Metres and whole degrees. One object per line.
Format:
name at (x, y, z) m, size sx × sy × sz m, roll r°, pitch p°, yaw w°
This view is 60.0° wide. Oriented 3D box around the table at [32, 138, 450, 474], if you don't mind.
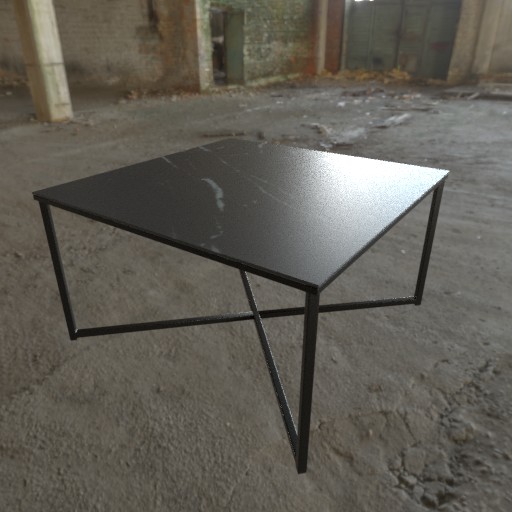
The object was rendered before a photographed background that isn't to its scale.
table at (0.000, 0.000, 1.287) m, size 0.800 × 0.450 × 0.800 m, roll 17°, pitch 31°, yaw 31°
